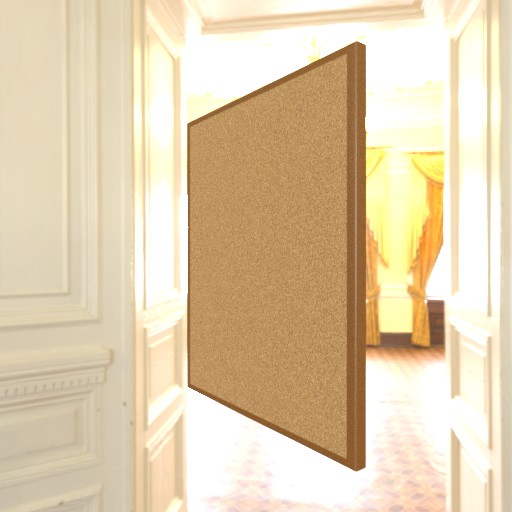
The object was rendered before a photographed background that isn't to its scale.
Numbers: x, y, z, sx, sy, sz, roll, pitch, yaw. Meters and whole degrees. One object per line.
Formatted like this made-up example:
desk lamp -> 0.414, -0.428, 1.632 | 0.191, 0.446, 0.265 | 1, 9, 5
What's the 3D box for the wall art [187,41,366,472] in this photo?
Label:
wall art -> 0.000, 0.000, 0.516 | 0.015, 0.379, 0.310 | 0, 0, -37
